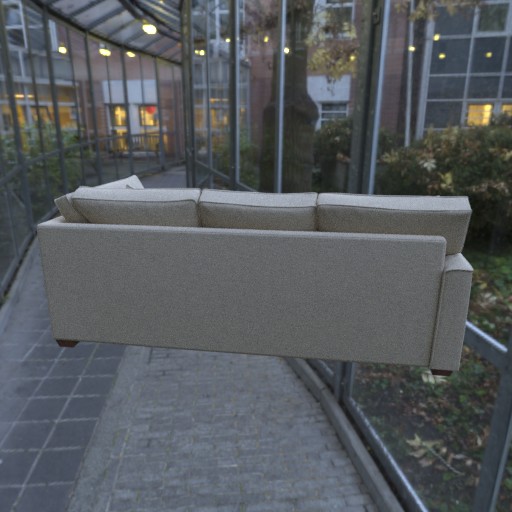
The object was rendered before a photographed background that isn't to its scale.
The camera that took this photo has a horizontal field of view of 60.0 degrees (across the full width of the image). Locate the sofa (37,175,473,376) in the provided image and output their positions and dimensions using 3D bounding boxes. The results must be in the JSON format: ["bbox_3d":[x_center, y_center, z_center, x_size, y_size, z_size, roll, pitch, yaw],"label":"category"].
[{"bbox_3d":[0.000,0.000,2.843,2.317,0.962,1.061,3,18,8],"label":"sofa"}]
